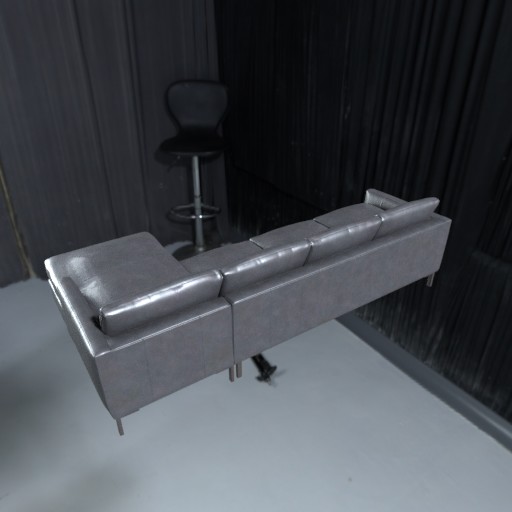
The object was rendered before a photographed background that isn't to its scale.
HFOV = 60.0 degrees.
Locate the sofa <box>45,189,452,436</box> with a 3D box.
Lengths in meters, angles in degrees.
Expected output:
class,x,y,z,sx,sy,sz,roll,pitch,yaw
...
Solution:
class,x,y,z,sx,sy,sz,roll,pitch,yaw
sofa,0.000,0.000,3.618,2.993,0.859,1.471,-18,35,-29
